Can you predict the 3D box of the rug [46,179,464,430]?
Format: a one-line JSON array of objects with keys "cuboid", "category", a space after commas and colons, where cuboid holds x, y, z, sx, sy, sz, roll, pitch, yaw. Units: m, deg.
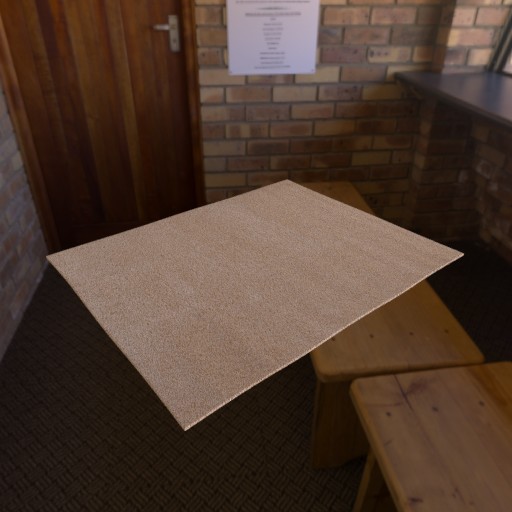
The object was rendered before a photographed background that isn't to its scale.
[{"cuboid": [0.000, 0.000, 4.078, 3.000, 0.025, 2.400, -23, 38, -33], "category": "rug"}]
